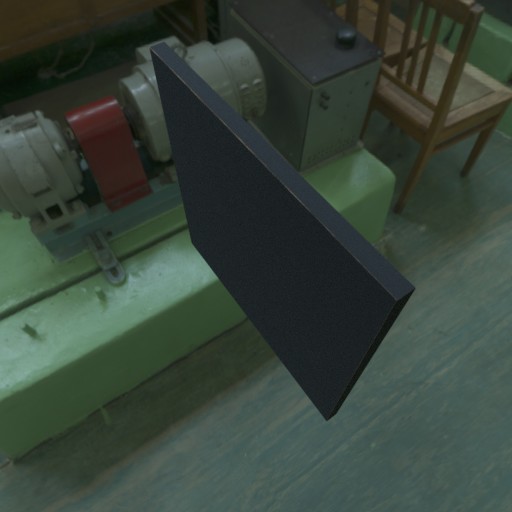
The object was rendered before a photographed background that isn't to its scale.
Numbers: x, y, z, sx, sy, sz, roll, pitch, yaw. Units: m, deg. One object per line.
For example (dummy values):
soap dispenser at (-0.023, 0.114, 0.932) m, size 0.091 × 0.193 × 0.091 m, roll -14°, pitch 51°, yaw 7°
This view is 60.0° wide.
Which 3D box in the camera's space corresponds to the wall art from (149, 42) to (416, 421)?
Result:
wall art at (0.000, 0.000, 1.132) m, size 0.038 × 0.762 × 0.762 m, roll -31°, pitch 62°, yaw -18°
